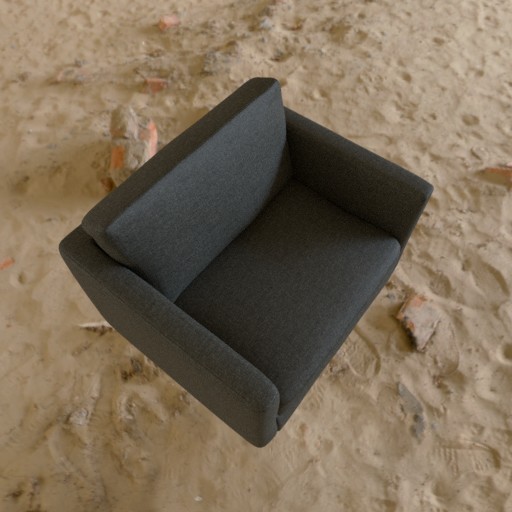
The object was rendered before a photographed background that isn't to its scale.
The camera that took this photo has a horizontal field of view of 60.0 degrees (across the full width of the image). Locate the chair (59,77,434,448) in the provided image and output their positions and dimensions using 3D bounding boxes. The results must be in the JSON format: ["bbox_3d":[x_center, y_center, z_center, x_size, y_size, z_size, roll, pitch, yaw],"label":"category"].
[{"bbox_3d":[0.000,0.000,1.833,0.959,0.963,1.107,34,64,19],"label":"chair"}]
